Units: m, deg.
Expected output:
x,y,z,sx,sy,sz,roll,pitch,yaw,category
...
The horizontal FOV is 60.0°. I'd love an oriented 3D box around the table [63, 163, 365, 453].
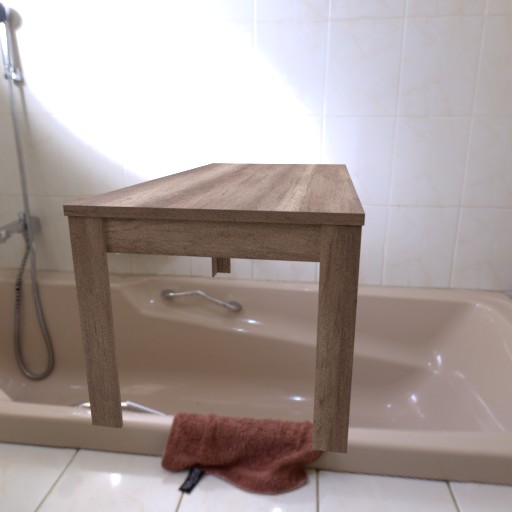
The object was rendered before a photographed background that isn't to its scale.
x,y,z,sx,sy,sz,roll,pitch,yaw,category
0.000,0.000,2.244,0.900,0.790,1.800,3,16,9,table
